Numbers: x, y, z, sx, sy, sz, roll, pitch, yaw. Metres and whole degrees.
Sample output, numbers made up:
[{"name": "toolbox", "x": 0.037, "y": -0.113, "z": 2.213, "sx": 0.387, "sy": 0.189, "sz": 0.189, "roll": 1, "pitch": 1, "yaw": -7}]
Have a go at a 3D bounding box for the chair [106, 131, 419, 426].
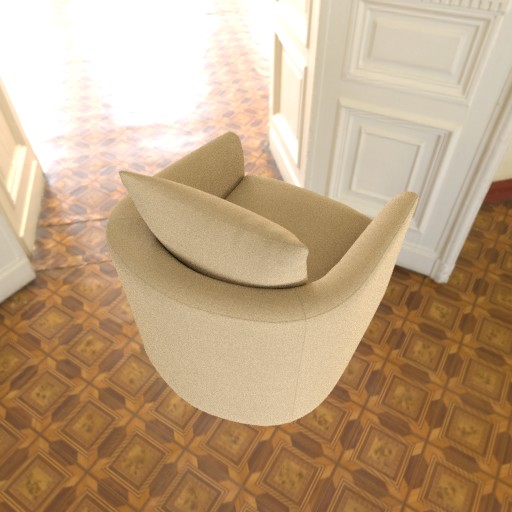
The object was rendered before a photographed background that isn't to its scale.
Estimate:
[{"name": "chair", "x": 0.000, "y": 0.000, "z": 1.573, "sx": 0.845, "sy": 0.848, "sz": 0.910, "roll": 24, "pitch": 51, "yaw": 21}]
